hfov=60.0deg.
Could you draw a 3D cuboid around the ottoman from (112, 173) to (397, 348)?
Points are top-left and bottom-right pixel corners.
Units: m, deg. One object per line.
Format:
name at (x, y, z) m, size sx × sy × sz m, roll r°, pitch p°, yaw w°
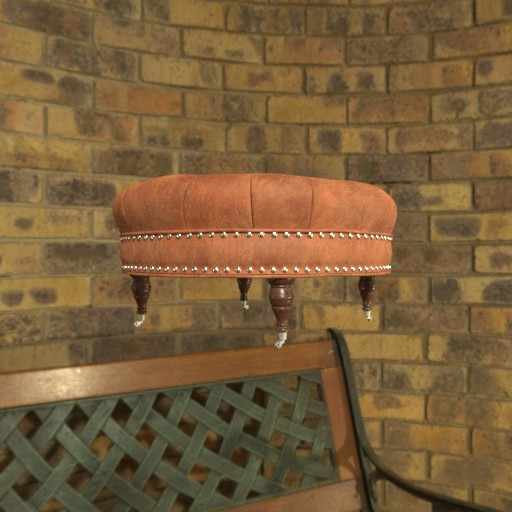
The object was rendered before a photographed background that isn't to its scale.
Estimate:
ottoman at (0.000, 0.000, 1.452) m, size 0.901 × 0.444 × 0.901 m, roll 0°, pitch 0°, yaw 0°
